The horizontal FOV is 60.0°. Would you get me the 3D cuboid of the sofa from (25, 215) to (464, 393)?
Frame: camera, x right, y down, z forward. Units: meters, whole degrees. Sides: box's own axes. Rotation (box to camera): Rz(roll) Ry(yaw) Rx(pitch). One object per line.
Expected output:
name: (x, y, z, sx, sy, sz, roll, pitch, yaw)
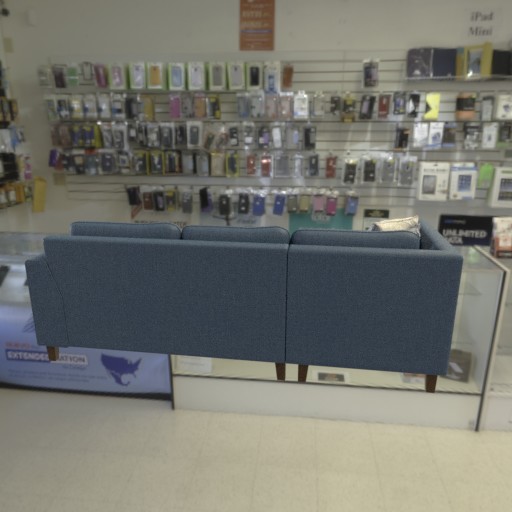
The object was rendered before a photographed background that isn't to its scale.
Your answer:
sofa: (0.000, 0.000, 3.034, 2.120, 0.787, 1.829, 3, 17, 8)
